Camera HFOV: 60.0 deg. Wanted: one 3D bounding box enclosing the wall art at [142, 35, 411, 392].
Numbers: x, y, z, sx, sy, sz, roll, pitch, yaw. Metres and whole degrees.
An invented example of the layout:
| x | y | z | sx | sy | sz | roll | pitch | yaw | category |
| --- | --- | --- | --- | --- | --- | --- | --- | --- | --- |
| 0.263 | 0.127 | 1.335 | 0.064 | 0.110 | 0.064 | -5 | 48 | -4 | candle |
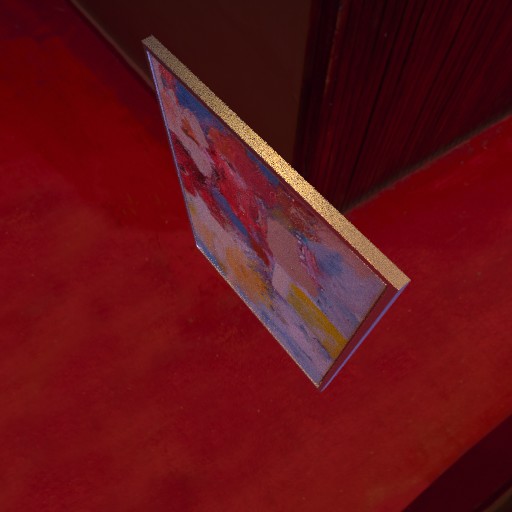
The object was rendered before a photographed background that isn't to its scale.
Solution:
| x | y | z | sx | sy | sz | roll | pitch | yaw | category |
| --- | --- | --- | --- | --- | --- | --- | --- | --- | --- |
| 0.000 | 0.000 | 1.376 | 0.030 | 1.046 | 0.816 | -36 | 69 | -16 | wall art |
